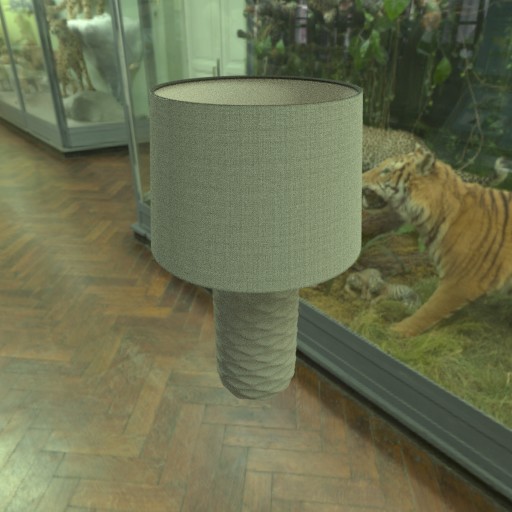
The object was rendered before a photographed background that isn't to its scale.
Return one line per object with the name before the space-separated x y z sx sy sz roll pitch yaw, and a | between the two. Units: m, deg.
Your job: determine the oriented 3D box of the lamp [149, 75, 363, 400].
lamp | 0.000 0.000 0.828 0.376 0.594 0.376 0 28 0
